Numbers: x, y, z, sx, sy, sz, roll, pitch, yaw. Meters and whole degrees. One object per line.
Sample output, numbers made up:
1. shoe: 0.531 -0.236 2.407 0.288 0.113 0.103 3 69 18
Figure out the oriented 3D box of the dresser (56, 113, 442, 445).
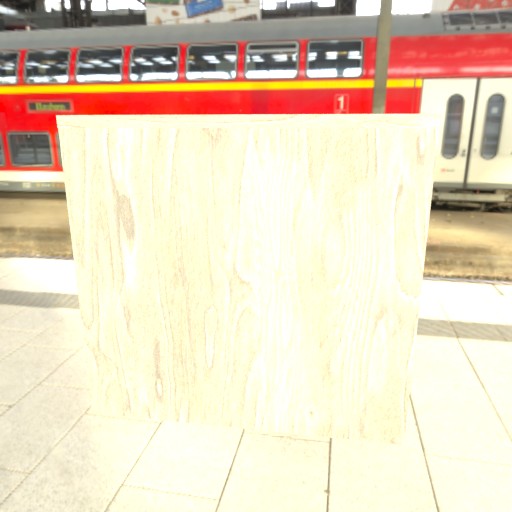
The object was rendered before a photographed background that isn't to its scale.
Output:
1. dresser: 0.000 0.000 1.274 0.809 0.762 0.529 3 17 9
